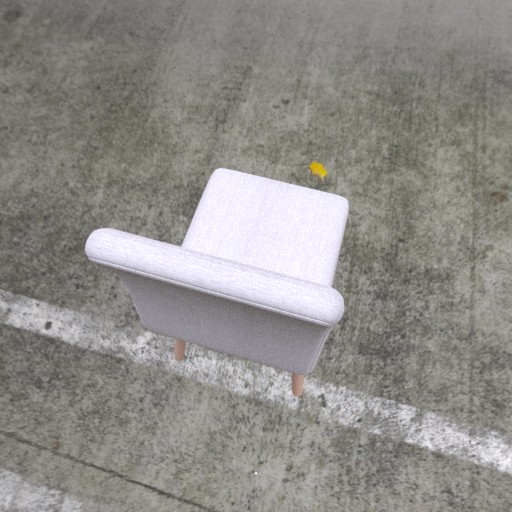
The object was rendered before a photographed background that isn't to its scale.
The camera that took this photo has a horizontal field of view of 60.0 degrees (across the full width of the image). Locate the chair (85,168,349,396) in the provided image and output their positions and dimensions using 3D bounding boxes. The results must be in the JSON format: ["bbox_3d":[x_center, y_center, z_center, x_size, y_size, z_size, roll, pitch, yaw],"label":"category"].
[{"bbox_3d":[0.000,0.000,1.138,0.435,0.885,0.550,15,65,7],"label":"chair"}]
